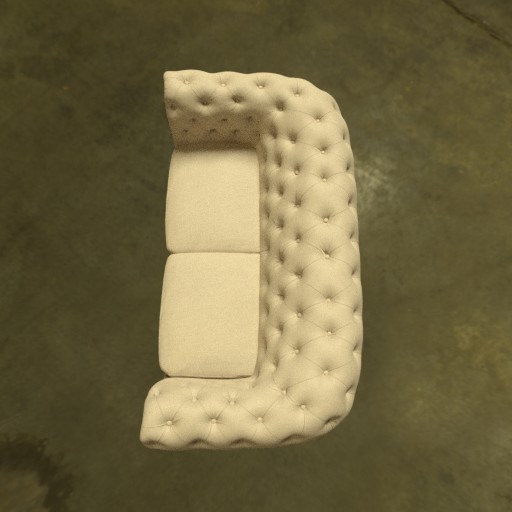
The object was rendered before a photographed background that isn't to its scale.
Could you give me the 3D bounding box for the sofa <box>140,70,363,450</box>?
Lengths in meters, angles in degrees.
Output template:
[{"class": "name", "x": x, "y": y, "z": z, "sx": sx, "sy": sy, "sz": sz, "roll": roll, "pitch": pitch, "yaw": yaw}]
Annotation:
[{"class": "sofa", "x": 0.000, "y": 0.000, "z": 2.550, "sx": 1.069, "sy": 0.835, "sz": 1.988, "roll": 0, "pitch": 76, "yaw": 0}]
